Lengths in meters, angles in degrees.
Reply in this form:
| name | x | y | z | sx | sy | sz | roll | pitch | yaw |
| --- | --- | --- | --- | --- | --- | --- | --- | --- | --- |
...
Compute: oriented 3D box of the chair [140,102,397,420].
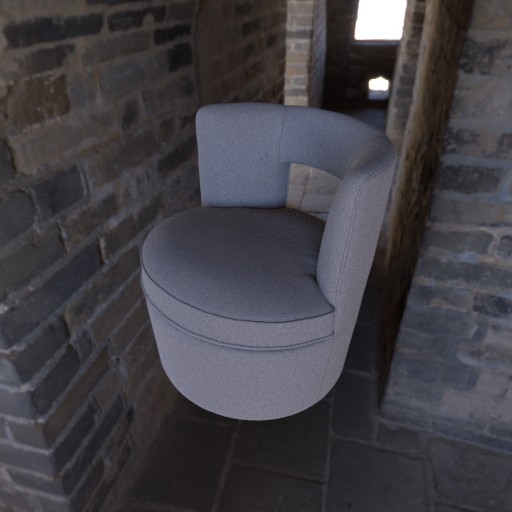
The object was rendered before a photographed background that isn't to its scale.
| name | x | y | z | sx | sy | sz | roll | pitch | yaw |
| --- | --- | --- | --- | --- | --- | --- | --- | --- | --- |
| chair | 0.000 | 0.000 | 1.289 | 0.660 | 0.719 | 0.689 | -20 | 37 | -29 |
